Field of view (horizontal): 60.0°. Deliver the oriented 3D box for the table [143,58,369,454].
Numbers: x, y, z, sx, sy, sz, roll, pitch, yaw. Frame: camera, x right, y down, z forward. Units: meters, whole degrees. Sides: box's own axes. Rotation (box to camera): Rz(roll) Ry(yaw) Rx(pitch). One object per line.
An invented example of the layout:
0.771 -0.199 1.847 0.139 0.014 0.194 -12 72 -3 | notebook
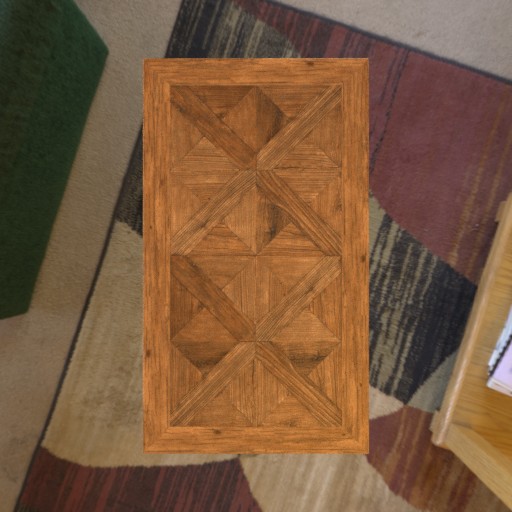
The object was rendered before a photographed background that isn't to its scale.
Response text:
0.000 0.000 1.773 0.800 0.410 1.400 0 90 0 | table
